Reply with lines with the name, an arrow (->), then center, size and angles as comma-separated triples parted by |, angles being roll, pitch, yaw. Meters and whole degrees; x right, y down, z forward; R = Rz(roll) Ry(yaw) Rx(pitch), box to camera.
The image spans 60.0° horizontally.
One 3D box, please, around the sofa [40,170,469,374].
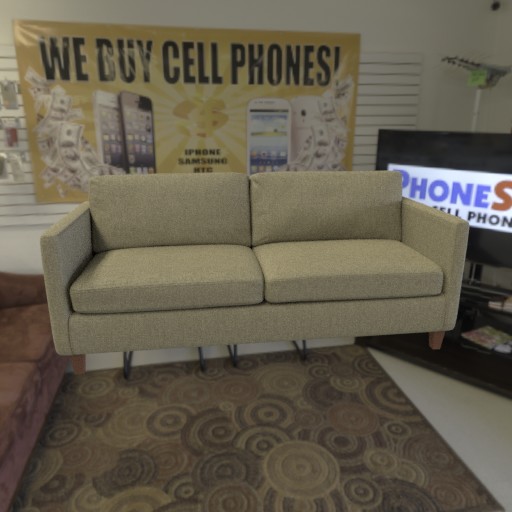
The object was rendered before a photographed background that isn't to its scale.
sofa -> 0.000, 0.000, 2.712 | 2.208, 0.960, 0.956 | -2, 17, -7
